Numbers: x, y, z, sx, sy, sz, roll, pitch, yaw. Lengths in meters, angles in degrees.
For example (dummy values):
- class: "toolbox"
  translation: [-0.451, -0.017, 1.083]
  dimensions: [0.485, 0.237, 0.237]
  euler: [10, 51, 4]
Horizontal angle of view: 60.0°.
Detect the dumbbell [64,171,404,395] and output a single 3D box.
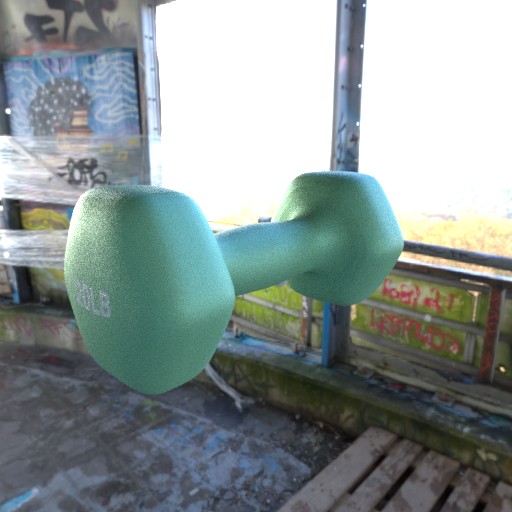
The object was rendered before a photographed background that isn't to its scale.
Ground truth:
- class: "dumbbell"
  translation: [0.000, 0.000, 0.333]
  dimensions: [0.129, 0.117, 0.260]
  euler: [14, 20, 43]
